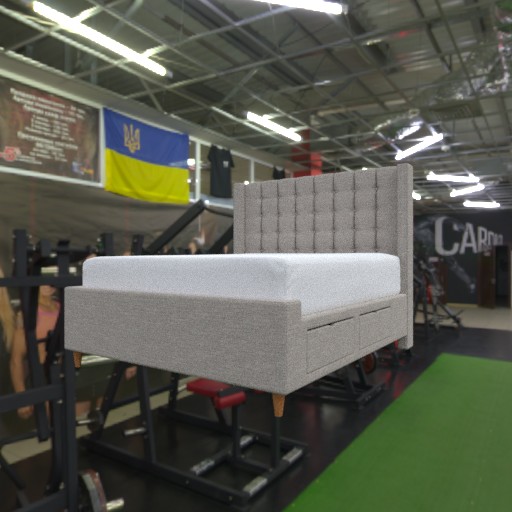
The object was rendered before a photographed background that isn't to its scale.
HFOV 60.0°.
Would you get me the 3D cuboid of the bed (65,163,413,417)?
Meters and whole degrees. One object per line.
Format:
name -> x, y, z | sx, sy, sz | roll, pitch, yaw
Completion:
bed -> 0.000, 0.000, 3.881 | 2.044, 1.748, 2.372 | 0, 0, 35
